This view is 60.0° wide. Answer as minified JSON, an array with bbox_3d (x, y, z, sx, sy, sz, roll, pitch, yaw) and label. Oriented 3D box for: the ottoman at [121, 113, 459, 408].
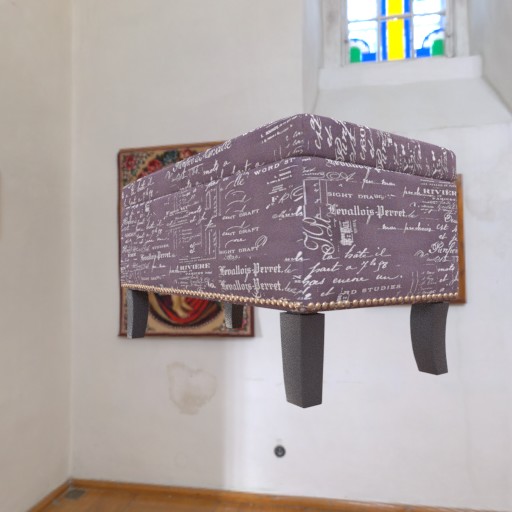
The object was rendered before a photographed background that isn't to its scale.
[{"bbox_3d":[0.000,0.000,1.064,0.406,0.457,0.813,1,-1,-35],"label":"ottoman"}]
